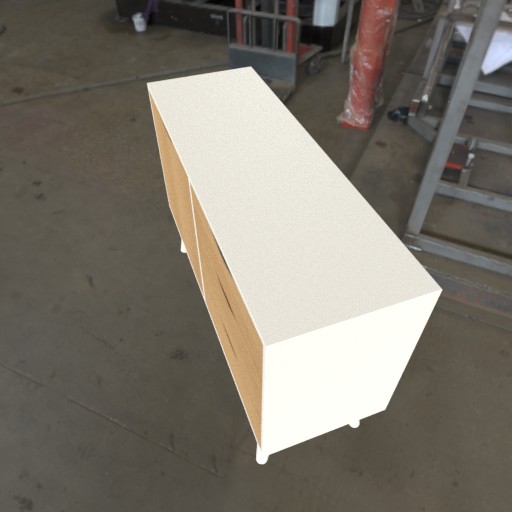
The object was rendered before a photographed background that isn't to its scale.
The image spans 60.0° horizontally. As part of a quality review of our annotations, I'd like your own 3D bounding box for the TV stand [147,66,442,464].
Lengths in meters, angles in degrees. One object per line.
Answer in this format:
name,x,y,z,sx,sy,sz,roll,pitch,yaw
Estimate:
TV stand,0.000,0.000,1.577,0.406,0.812,1.193,-15,48,-14
